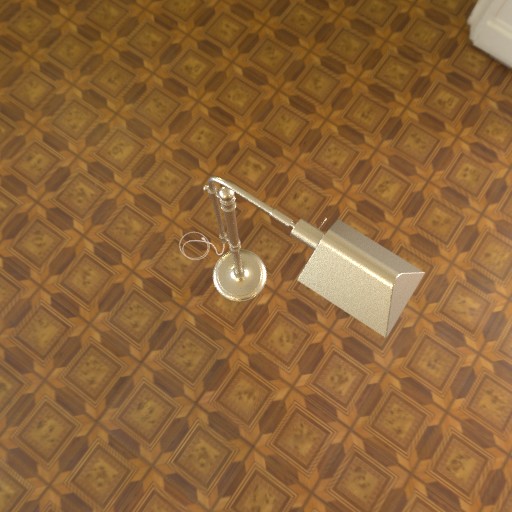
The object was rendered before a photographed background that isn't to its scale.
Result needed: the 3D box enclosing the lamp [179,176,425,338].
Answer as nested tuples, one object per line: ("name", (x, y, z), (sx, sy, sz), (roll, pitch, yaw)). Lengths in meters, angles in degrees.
("lamp", (0.000, 0.000, 0.977), (0.546, 0.708, 0.159), (34, 77, 9))
